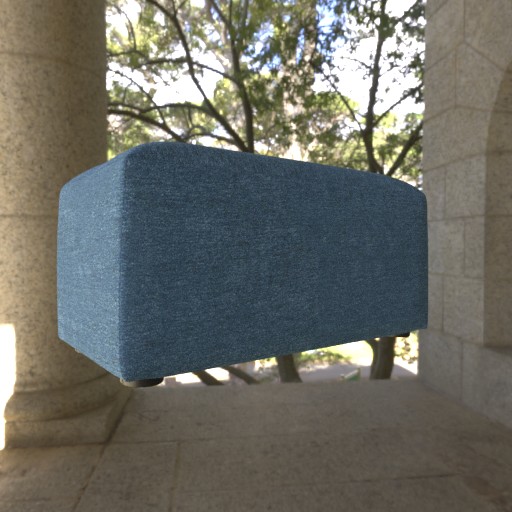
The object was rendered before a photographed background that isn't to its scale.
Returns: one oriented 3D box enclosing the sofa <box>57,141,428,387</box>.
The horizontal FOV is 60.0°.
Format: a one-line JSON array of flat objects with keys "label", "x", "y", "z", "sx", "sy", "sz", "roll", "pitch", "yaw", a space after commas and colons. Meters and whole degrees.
[{"label": "sofa", "x": 0.000, "y": 0.000, "z": 1.215, "sx": 0.930, "sy": 0.470, "sz": 0.480, "roll": -1, "pitch": 1, "yaw": -36}]
